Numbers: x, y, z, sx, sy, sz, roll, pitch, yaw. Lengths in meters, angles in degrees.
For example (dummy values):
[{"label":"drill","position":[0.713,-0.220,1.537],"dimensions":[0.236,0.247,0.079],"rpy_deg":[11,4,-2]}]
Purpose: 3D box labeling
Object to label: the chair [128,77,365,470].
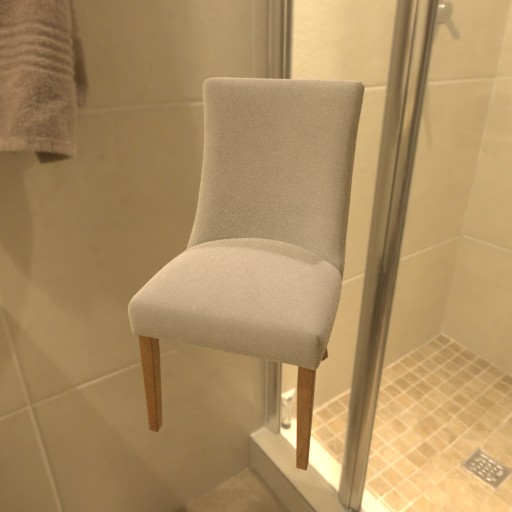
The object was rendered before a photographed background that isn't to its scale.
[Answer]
[{"label":"chair","position":[0.000,0.000,1.252],"dimensions":[0.495,0.902,0.610],"rpy_deg":[8,26,15]}]
